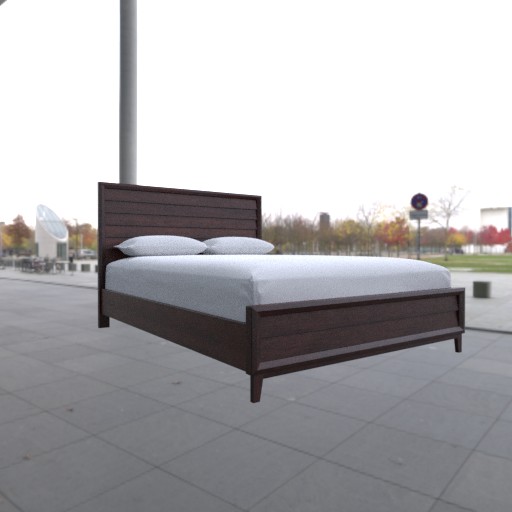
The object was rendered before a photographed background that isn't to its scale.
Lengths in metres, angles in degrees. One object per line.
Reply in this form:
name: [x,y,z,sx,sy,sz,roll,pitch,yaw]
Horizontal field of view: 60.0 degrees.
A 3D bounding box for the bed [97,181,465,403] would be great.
bed: [0.000,0.000,4.015,2.040,1.492,2.803,-1,1,-35]
